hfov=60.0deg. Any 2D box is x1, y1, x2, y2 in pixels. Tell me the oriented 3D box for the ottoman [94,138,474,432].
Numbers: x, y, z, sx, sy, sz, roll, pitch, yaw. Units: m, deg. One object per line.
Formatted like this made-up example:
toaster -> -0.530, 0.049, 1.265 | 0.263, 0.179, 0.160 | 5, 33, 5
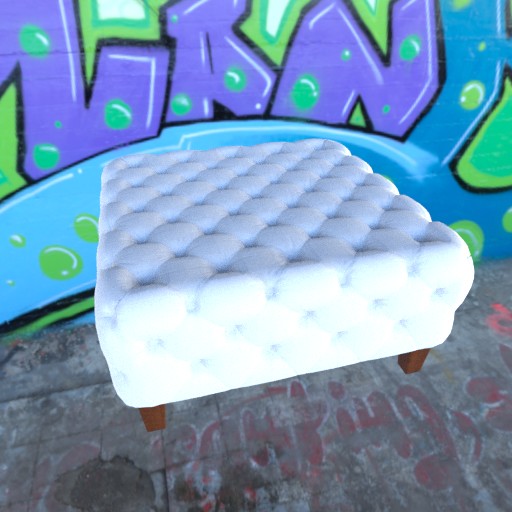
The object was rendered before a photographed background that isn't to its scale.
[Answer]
ottoman -> 0.000, 0.000, 1.177 | 0.753, 0.376, 0.755 | -8, 34, -13
